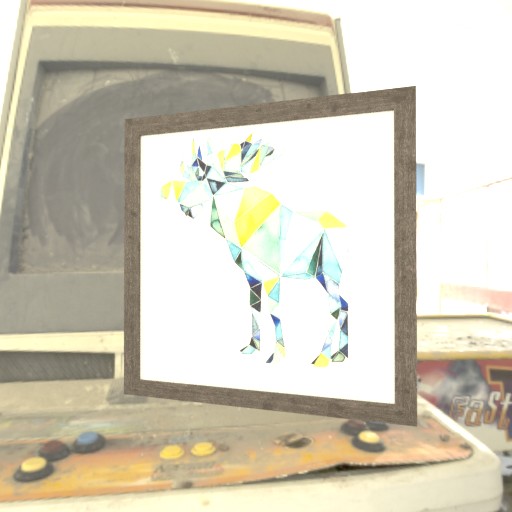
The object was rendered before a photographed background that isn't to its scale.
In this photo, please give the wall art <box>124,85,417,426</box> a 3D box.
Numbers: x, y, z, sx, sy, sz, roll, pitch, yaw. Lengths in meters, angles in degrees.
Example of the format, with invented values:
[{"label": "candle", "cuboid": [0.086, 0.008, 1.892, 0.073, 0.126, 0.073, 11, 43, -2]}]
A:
[{"label": "wall art", "cuboid": [0.000, 0.000, 0.671, 0.457, 0.457, 0.013, 0, -1, 18]}]
